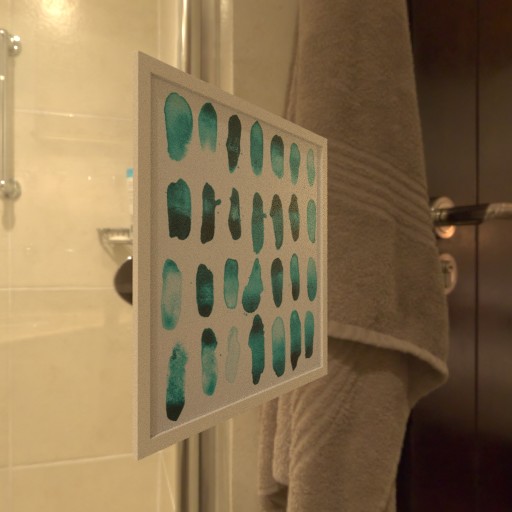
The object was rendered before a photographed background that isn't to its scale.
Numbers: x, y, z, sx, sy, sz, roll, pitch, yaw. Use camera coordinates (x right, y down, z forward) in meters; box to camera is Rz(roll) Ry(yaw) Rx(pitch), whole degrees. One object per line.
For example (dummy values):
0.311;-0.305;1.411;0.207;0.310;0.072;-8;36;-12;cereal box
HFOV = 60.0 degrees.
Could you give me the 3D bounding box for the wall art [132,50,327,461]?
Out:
0.000;0.000;0.679;0.009;0.457;0.456;0;0;36;wall art
